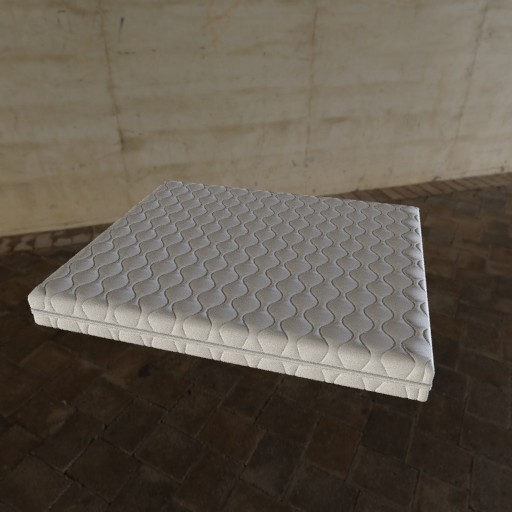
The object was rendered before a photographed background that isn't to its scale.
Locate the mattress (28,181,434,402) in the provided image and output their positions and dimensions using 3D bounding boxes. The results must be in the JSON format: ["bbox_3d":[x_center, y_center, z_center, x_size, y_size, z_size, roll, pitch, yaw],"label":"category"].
[{"bbox_3d":[0.000,0.000,2.647,1.900,0.200,1.600,8,32,13],"label":"mattress"}]
